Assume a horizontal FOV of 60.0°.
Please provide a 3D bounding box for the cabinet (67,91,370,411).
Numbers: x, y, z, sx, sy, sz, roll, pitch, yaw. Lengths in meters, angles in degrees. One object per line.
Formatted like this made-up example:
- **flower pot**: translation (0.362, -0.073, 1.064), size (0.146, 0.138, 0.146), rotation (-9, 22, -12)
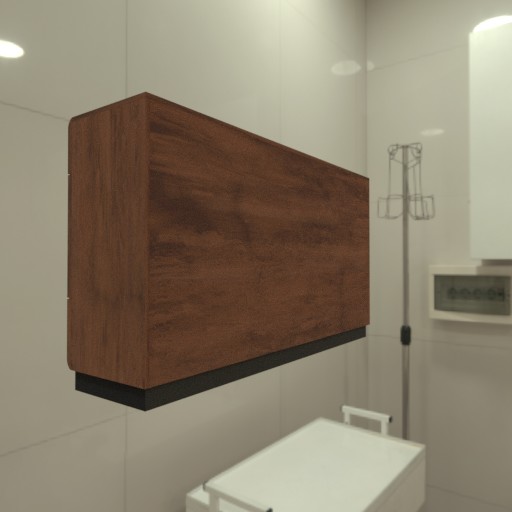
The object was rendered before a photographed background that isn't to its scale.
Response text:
- **cabinet**: translation (0.000, 0.000, 2.002), size (0.420, 0.900, 1.600), rotation (-1, -1, 37)
